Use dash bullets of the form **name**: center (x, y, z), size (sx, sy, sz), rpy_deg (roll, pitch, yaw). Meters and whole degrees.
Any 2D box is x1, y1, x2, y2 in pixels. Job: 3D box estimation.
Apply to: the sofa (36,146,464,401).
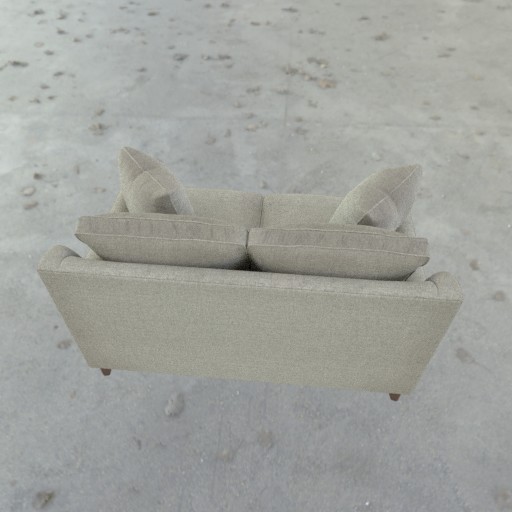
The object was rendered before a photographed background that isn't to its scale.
- **sofa**: center (0.000, 0.000, 1.990), size (1.422, 0.863, 0.915), rpy_deg (4, 47, 4)
